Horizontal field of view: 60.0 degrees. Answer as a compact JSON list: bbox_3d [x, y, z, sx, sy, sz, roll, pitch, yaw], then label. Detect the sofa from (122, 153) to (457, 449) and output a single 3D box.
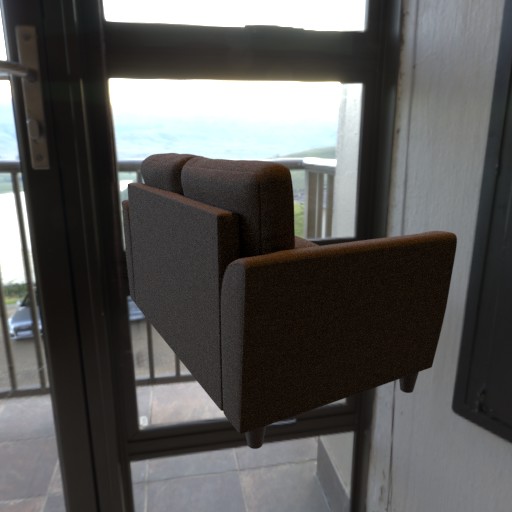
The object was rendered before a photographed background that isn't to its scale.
[{"bbox_3d":[0.000,0.000,1.977,0.851,0.885,1.423,-8,17,-28],"label":"sofa"}]
